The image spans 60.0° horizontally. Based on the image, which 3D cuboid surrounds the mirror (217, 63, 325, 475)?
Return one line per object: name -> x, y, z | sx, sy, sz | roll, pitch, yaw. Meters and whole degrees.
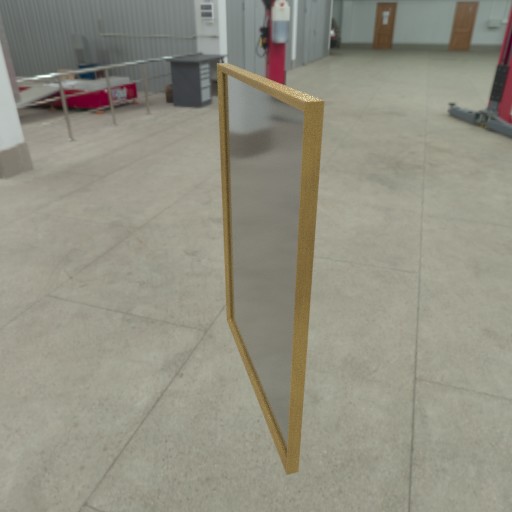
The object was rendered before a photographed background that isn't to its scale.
mirror -> 0.000, 0.000, 1.346 | 0.041, 1.016, 0.762 | -8, 29, -14
